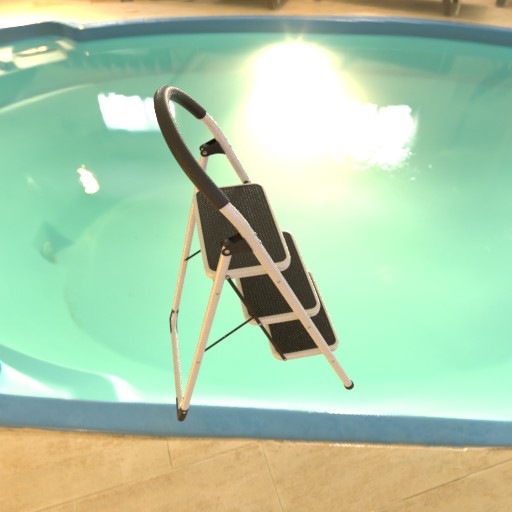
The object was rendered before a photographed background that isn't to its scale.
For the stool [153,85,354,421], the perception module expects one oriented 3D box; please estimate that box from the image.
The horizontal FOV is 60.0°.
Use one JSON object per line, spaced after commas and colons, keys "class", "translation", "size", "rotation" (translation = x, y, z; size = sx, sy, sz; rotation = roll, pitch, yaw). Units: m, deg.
{"class": "stool", "translation": [0.000, 0.000, 1.434], "size": [0.676, 1.109, 0.485], "rotation": [-8, 45, -8]}
